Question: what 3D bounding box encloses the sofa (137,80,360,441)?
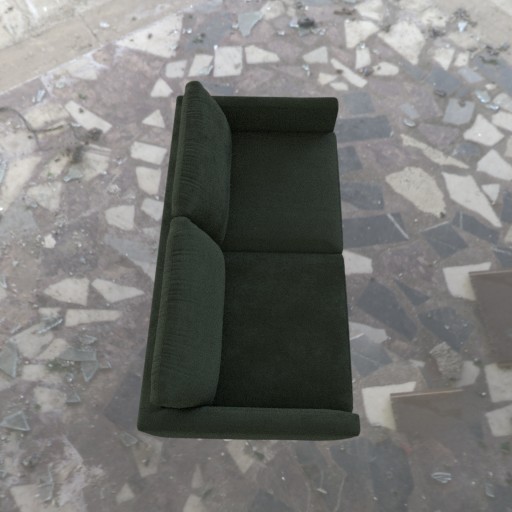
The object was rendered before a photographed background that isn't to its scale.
[{"bbox_3d":[0.000,0.000,2.186,0.875,0.817,1.676,1,66,1],"label":"sofa"}]
